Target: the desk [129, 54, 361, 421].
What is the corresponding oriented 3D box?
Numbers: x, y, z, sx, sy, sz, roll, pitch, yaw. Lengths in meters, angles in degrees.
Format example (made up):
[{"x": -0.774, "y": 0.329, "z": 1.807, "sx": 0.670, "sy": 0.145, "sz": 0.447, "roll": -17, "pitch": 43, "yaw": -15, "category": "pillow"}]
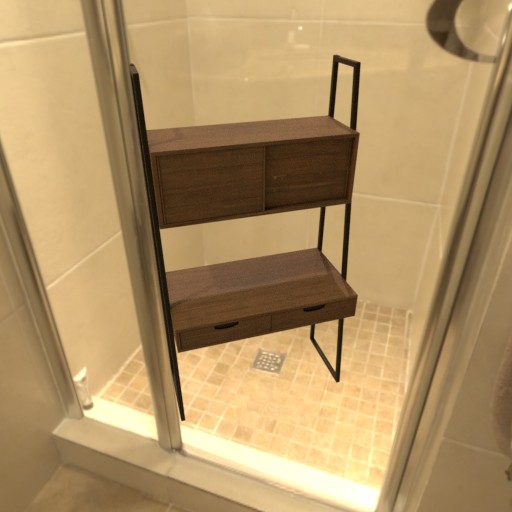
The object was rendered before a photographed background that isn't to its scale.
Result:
[{"x": 0.000, "y": 0.000, "z": 2.280, "sx": 0.982, "sy": 1.809, "sz": 0.515, "roll": -9, "pitch": 33, "yaw": -15, "category": "desk"}]
